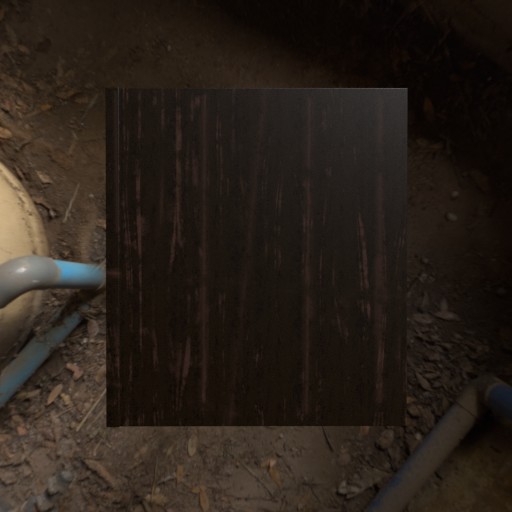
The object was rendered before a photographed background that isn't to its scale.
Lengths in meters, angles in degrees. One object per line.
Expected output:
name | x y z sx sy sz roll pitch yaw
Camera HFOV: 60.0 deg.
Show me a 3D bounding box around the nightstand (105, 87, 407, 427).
nightstand | 0.000 0.000 0.801 0.356 0.559 0.400 0 90 0
